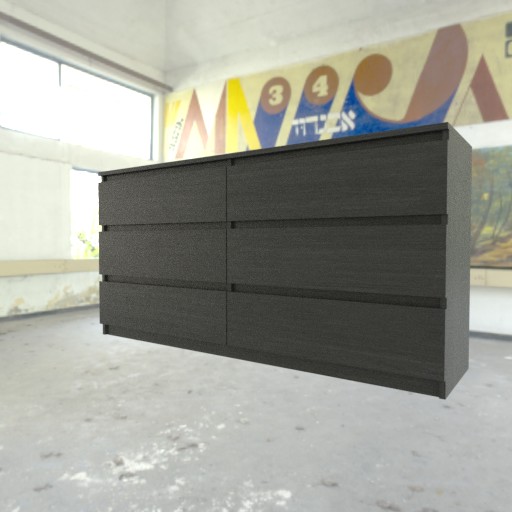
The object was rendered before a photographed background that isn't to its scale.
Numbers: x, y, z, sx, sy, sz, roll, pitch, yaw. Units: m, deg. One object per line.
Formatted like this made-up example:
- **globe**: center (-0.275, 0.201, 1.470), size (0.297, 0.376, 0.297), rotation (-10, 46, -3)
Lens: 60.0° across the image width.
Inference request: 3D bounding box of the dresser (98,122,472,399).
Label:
- **dresser**: center (0.000, 0.000, 1.875), size (1.590, 0.795, 0.400), rotation (1, 2, 35)
